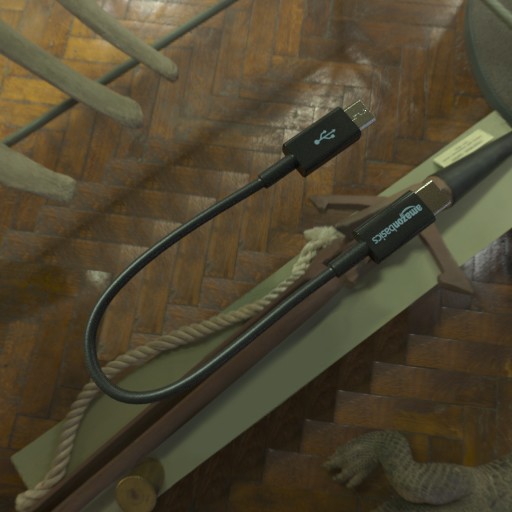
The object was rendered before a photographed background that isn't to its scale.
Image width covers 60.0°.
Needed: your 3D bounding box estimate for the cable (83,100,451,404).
[{"bbox_3d":[0.000,0.000,0.112,0.098,0.006,0.040,-36,79,-8],"label":"cable"}]
